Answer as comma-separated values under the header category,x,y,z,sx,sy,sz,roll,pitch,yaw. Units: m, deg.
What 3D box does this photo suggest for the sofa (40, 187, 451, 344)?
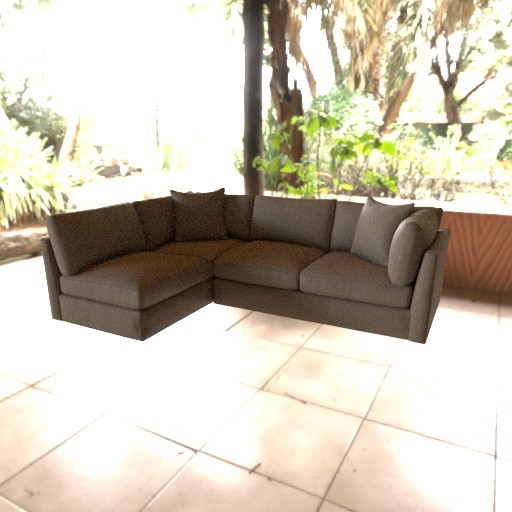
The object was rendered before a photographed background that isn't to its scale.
category,x,y,z,sx,sy,sz,roll,pitch,yaw
sofa,0.000,0.000,3.798,2.896,0.978,1.994,7,16,26
